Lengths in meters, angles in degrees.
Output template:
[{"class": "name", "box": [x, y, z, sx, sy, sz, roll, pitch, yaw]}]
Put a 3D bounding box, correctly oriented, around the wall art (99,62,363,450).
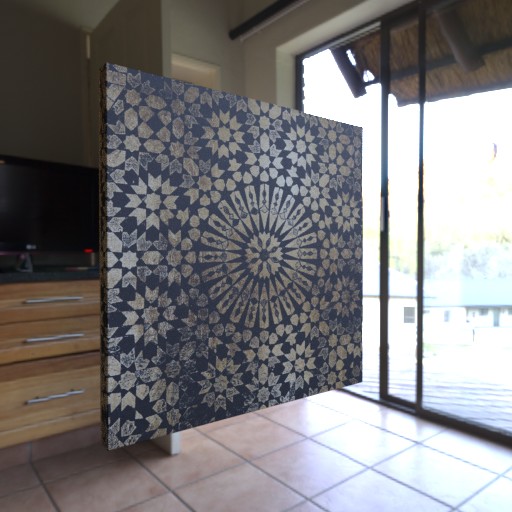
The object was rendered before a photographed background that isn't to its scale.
[{"class": "wall art", "box": [0.000, 0.000, 0.893, 0.612, 0.612, 0.038, -1, 1, -37]}]
